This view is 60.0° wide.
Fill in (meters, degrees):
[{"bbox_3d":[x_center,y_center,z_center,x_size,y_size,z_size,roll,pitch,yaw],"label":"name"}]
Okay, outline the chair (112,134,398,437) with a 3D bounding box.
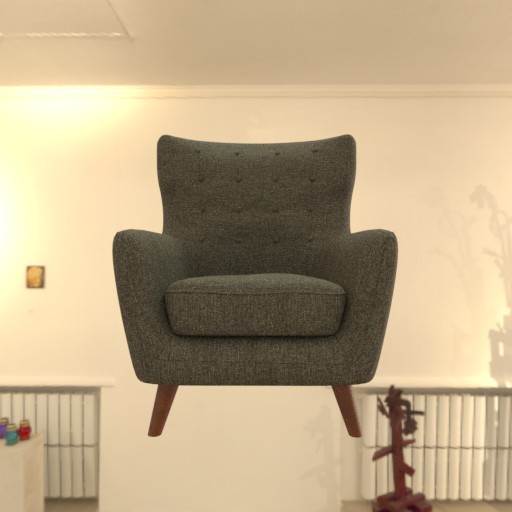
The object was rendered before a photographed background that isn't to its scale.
[{"bbox_3d":[0.000,0.000,1.708,0.878,1.063,0.904,0,0,0],"label":"chair"}]
